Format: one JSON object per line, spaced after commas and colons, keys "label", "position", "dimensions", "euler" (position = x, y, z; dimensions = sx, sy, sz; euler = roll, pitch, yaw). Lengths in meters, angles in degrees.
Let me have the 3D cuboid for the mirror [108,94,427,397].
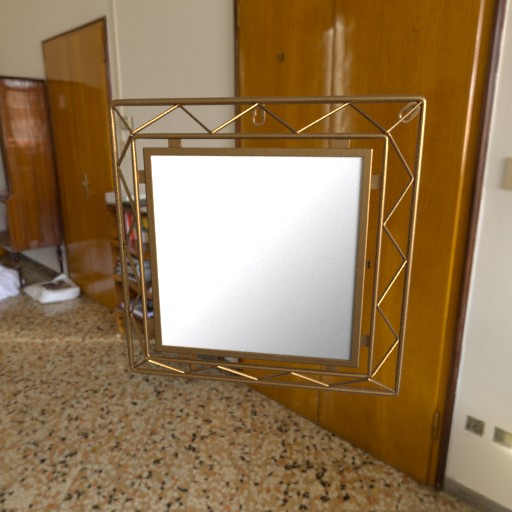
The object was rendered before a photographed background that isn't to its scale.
{"label": "mirror", "position": [0.000, 0.000, 0.606], "dimensions": [0.416, 0.414, 0.046], "euler": [3, 15, 9]}
